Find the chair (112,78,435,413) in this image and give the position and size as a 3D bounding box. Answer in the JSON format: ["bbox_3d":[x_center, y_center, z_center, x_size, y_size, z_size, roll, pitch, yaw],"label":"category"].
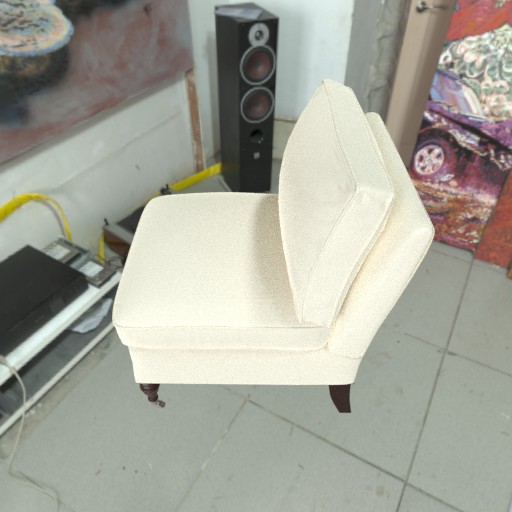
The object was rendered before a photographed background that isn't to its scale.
[{"bbox_3d":[0.000,0.000,1.383,0.781,0.887,0.630,0,42,0],"label":"chair"}]
